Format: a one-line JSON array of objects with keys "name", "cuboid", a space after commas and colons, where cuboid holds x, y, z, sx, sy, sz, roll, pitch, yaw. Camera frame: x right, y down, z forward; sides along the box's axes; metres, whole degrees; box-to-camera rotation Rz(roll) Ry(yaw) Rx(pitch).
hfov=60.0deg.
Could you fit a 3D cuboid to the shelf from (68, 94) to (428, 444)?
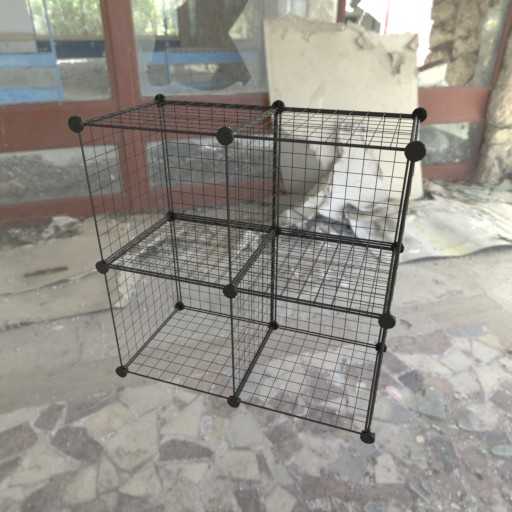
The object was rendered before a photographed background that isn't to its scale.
[{"name": "shelf", "cuboid": [0.000, 0.000, 1.132, 0.711, 0.711, 0.356, 9, 29, 17]}]
